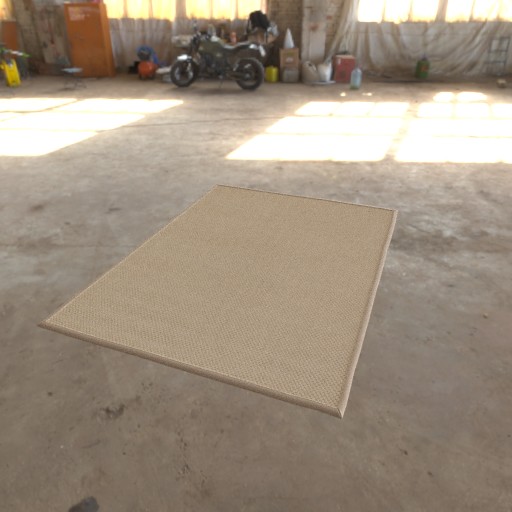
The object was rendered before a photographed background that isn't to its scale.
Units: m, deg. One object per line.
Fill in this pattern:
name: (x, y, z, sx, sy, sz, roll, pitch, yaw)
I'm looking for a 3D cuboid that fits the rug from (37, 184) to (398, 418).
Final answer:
rug: (0.000, 0.000, 2.779, 1.525, 0.020, 2.081, 11, 32, 18)
